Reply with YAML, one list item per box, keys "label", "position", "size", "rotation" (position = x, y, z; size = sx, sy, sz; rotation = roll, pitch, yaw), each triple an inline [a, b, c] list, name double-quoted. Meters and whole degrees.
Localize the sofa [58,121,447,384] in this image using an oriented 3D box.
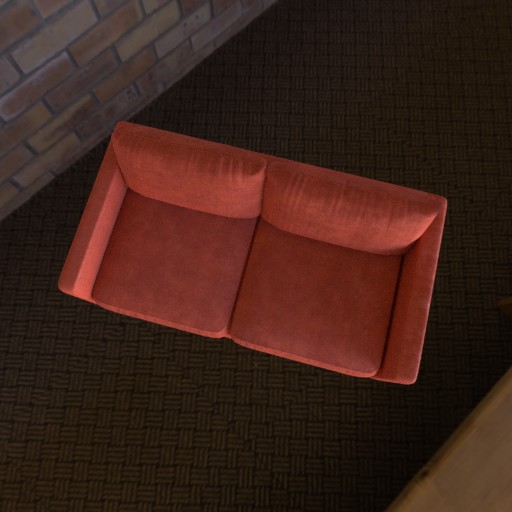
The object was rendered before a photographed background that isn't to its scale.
- label: "sofa"
  position: [0.000, 0.000, 2.152]
  size: [1.574, 0.896, 0.864]
  rotation: [14, 77, 3]
